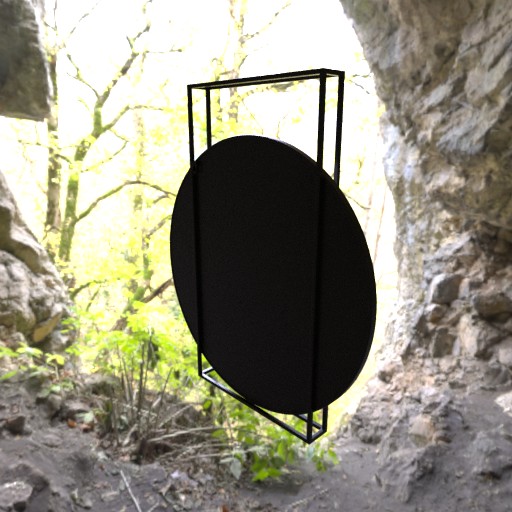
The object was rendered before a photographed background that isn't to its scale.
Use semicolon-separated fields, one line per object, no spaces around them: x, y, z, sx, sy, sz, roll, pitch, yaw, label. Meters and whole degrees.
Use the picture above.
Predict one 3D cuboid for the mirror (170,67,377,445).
0.000;0.000;0.807;0.051;0.603;0.508;-15;21;-42;mirror
